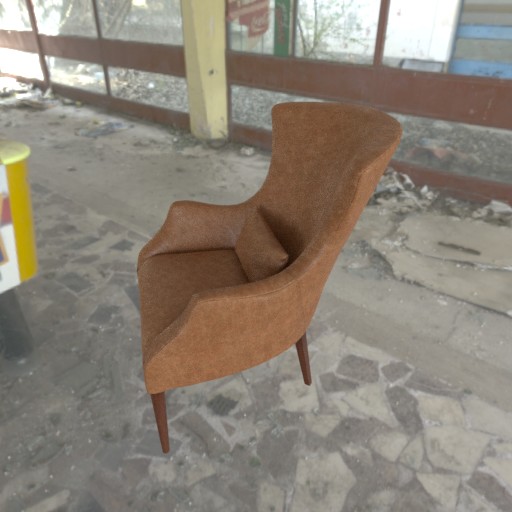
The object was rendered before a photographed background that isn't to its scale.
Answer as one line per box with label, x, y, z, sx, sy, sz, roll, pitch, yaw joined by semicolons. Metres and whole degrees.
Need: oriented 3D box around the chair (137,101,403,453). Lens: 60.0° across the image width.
chair;0.000;0.000;1.759;0.955;1.067;0.846;-8;31;-13
